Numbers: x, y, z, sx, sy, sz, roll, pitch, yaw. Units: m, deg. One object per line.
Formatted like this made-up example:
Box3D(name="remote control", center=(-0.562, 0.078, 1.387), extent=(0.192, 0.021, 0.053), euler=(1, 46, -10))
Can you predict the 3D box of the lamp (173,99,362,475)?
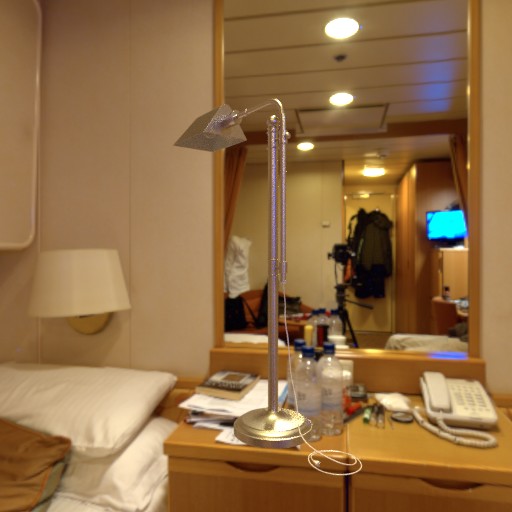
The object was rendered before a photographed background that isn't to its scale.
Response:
Box3D(name="lamp", center=(0.000, 0.000, 0.941), extent=(0.159, 0.708, 0.546), euler=(0, 0, -36))
